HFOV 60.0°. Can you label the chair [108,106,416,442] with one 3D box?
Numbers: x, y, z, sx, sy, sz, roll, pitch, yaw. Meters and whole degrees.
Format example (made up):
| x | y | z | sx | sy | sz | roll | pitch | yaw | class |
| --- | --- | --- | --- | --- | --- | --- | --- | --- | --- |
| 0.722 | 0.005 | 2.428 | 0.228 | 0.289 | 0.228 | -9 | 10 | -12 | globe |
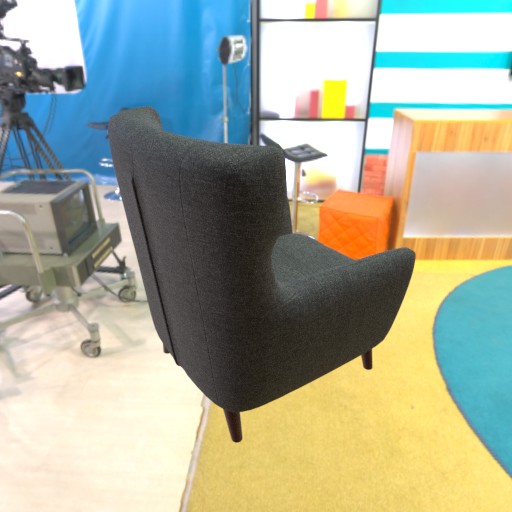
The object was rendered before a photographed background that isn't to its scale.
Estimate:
| x | y | z | sx | sy | sz | roll | pitch | yaw | class |
| --- | --- | --- | --- | --- | --- | --- | --- | --- | --- |
| 0.000 | 0.000 | 1.728 | 0.904 | 1.063 | 0.878 | -17 | 31 | -30 | chair |
